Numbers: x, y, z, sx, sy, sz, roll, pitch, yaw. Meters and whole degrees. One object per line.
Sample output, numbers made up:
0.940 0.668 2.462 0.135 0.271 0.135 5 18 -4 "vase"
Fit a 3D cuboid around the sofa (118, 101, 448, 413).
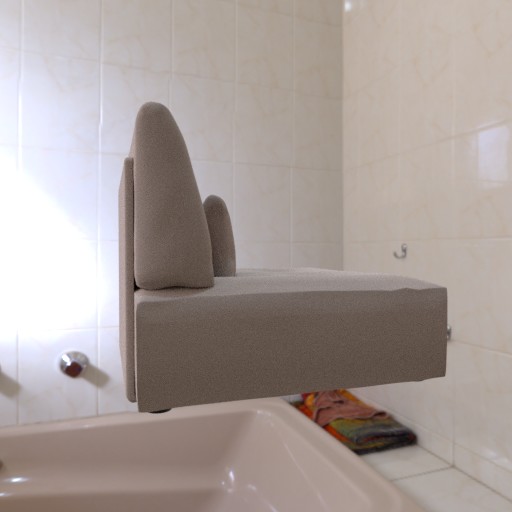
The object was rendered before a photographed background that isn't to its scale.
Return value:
0.000 0.000 1.713 1.000 0.828 0.935 0 0 -19 "sofa"
